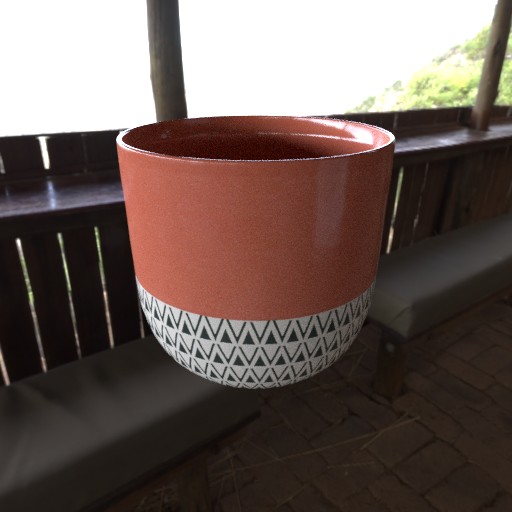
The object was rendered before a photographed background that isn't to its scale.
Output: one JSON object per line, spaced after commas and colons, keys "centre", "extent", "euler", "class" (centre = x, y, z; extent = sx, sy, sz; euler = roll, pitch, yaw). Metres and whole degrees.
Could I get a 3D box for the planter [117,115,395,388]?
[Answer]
{"centre": [0.000, 0.000, 0.494], "extent": [0.266, 0.270, 0.266], "euler": [0, 25, 0], "class": "planter"}
